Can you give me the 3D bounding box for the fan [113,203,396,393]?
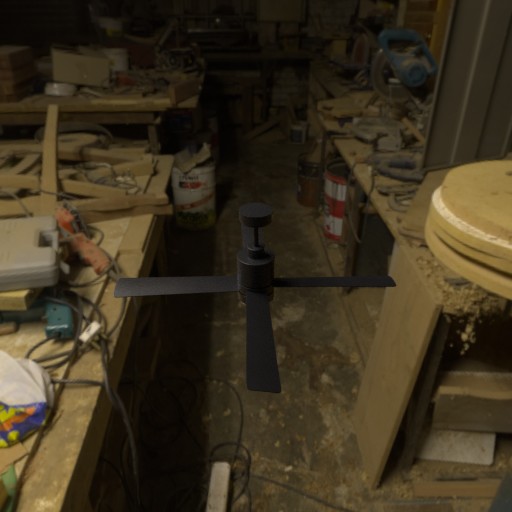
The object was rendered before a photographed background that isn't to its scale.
[{"bbox_3d":[0.000,0.000,2.337,1.525,0.534,1.525,-1,31,-2],"label":"fan"}]
